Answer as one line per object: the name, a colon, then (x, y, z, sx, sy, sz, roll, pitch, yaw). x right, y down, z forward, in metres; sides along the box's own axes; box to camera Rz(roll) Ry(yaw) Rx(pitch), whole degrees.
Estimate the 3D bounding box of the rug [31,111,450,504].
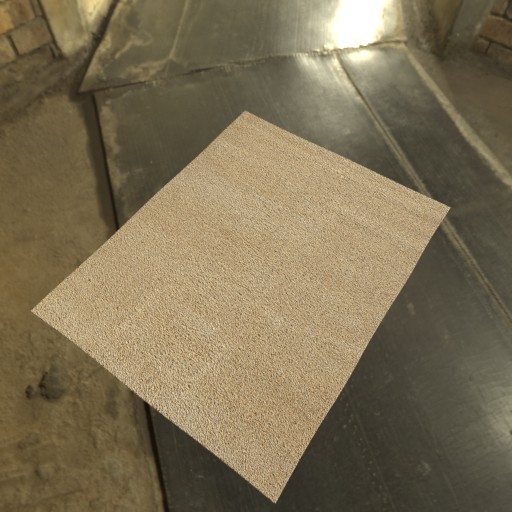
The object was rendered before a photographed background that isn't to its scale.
rug: (0.000, 0.000, 3.919, 2.400, 0.025, 3.000, 31, 62, 18)
